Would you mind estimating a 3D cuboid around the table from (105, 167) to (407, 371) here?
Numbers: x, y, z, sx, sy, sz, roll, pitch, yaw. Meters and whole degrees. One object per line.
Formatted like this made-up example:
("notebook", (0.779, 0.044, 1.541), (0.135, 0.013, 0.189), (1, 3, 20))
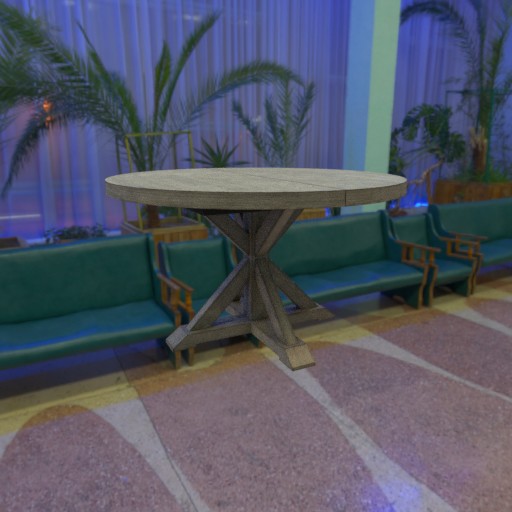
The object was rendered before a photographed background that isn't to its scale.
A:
("table", (0.000, 0.000, 2.195), (1.363, 0.781, 1.363), (0, 15, 0))
